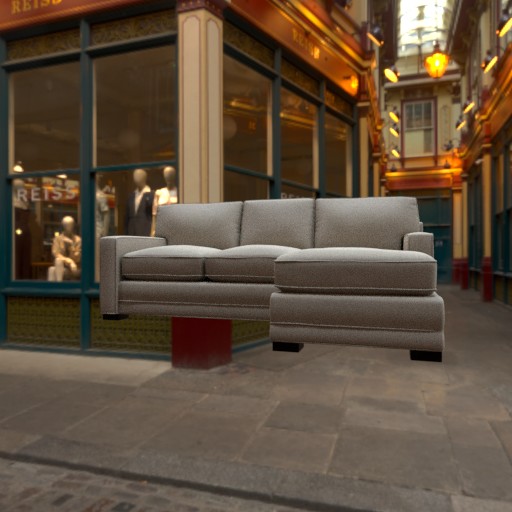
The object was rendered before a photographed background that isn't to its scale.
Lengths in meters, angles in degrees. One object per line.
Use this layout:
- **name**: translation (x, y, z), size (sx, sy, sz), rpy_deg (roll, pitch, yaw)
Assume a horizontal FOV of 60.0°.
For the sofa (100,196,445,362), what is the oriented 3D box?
- **sofa**: translation (0.000, 0.000, 2.820), size (2.087, 0.861, 1.496), rpy_deg (0, 1, 17)
